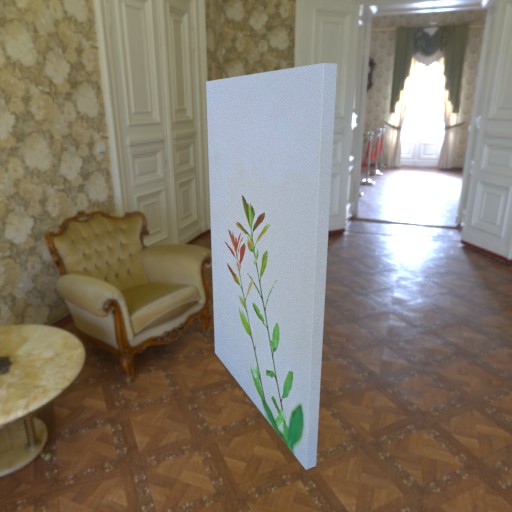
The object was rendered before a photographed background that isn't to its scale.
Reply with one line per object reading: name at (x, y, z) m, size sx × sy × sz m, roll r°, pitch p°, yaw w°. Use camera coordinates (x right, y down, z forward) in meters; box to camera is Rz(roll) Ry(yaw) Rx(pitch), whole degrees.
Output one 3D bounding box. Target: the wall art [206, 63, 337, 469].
wall art at (0.000, 0.000, 1.506) m, size 0.038 × 1.143 × 0.764 m, roll -9°, pitch 20°, yaw -25°
